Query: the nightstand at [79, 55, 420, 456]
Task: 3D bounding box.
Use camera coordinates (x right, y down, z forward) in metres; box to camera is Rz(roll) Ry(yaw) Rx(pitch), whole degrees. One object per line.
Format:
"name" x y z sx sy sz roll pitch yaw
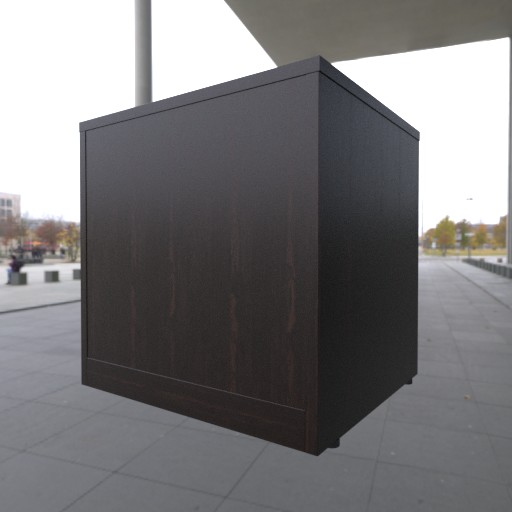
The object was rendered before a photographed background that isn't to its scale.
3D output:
"nightstand" 0.000 0.000 0.844 0.489 0.487 0.427 1 1 35
